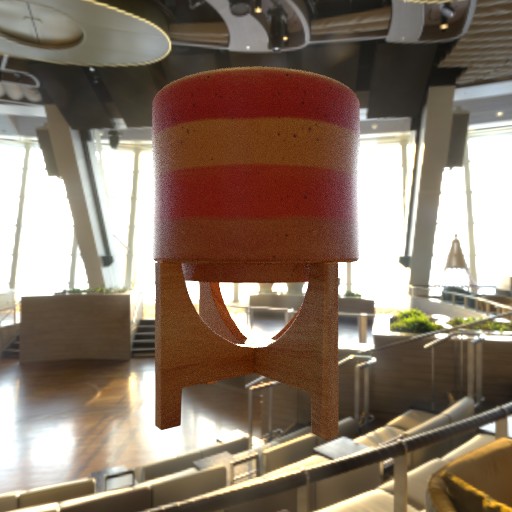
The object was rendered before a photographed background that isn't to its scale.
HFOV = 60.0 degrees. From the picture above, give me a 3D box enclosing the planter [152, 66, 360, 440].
[{"bbox_3d":[0.000,0.000,0.566,0.269,0.379,0.269,0,0,0],"label":"planter"}]
